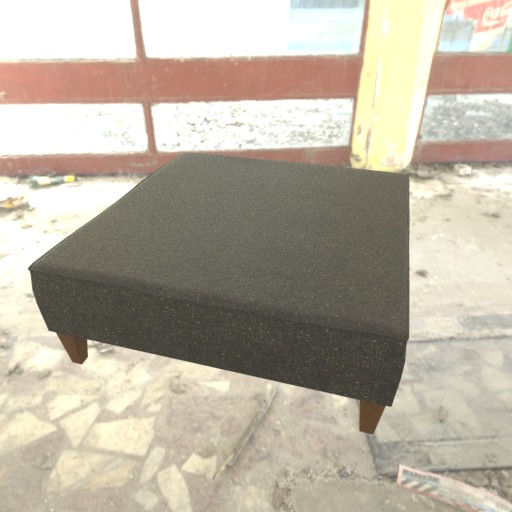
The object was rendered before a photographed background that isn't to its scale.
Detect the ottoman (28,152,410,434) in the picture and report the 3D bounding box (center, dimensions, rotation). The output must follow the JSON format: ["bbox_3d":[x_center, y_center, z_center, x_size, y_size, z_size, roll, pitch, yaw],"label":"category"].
[{"bbox_3d":[0.000,0.000,1.534,0.968,0.382,1.004,9,33,14],"label":"ottoman"}]
